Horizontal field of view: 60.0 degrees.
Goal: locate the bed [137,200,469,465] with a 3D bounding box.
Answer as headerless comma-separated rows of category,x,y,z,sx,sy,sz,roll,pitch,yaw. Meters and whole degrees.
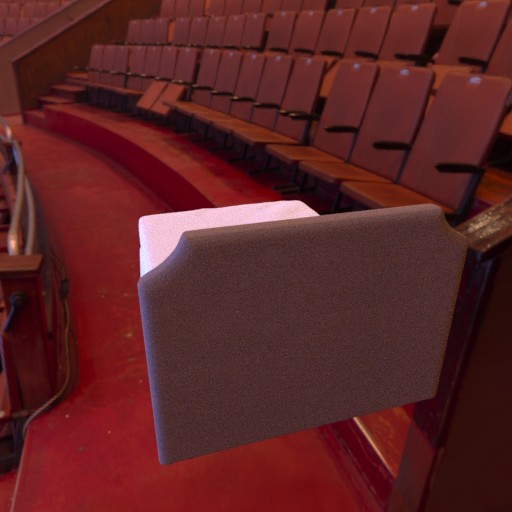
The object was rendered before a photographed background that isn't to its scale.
bed,0.000,0.000,3.163,1.693,1.290,2.116,-8,26,-16
